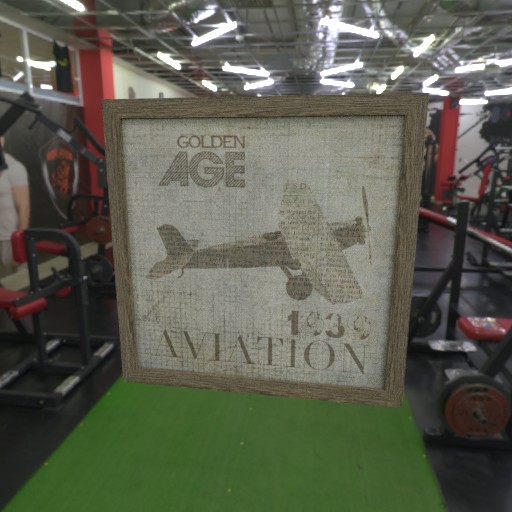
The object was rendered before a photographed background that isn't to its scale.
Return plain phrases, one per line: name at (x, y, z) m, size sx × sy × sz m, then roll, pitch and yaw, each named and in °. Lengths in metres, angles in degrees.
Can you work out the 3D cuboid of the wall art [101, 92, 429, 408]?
wall art at (0.000, 0.000, 0.747) m, size 0.508 × 0.508 × 0.019 m, roll 2°, pitch 14°, yaw 10°
